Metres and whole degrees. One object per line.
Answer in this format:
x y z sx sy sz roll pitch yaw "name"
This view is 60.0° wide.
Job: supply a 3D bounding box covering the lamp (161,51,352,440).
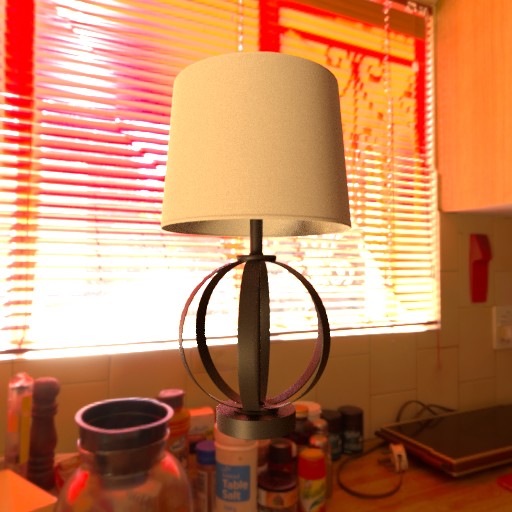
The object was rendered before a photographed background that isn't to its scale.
0.000 0.000 0.678 0.286 0.510 0.286 0 -2 0 "lamp"
